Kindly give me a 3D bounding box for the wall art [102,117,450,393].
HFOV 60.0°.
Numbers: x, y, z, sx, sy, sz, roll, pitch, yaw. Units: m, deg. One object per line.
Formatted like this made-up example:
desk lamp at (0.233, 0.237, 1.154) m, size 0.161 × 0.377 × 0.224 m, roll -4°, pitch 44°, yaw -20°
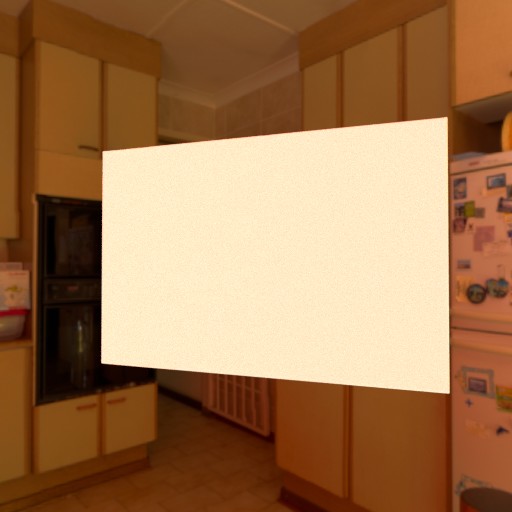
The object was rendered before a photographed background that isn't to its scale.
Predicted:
wall art at (0.000, 0.000, 0.766) m, size 0.609 × 0.406 × 0.039 m, roll 0°, pitch -1°, yaw 19°
